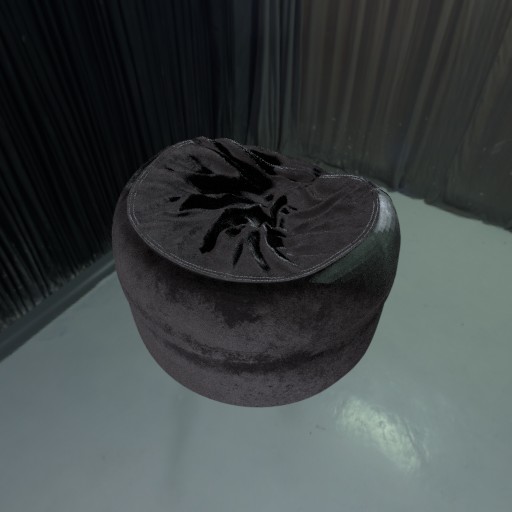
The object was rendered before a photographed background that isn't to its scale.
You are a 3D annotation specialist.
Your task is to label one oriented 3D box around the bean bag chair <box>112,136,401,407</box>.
[{"bbox_3d":[0.000,0.000,1.533,0.918,0.605,0.918,0,45,0],"label":"bean bag chair"}]
